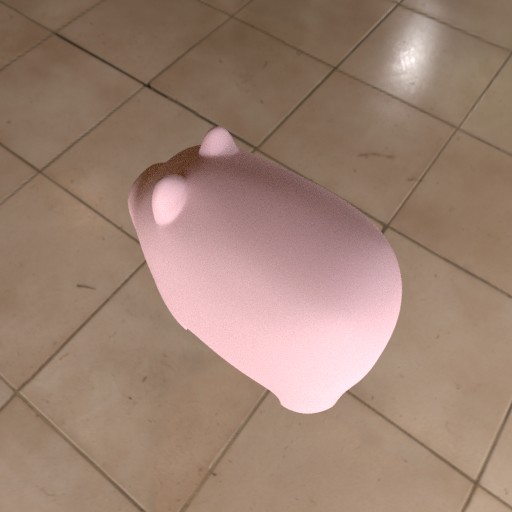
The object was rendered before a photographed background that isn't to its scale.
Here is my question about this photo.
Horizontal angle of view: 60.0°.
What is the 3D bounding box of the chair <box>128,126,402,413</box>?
[{"bbox_3d":[0.000,0.000,0.898,0.619,0.423,0.364,32,67,16],"label":"chair"}]
